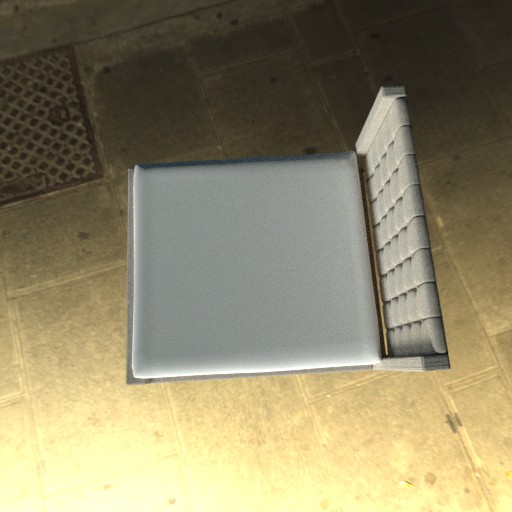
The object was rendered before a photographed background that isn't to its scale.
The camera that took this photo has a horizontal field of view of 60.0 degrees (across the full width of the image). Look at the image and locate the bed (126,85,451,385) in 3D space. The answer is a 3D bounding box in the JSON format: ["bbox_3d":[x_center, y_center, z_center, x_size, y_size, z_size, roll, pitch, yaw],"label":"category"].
[{"bbox_3d":[0.000,0.000,3.839,2.372,1.748,2.044,-3,76,-1],"label":"bed"}]
